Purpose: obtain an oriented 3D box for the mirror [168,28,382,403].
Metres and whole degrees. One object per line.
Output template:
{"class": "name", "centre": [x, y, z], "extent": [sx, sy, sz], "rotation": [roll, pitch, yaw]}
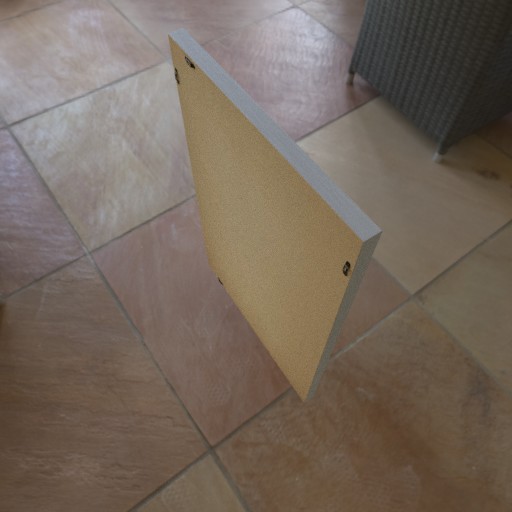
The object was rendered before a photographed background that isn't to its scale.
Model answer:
{"class": "mirror", "centre": [0.000, 0.000, 1.156], "extent": [0.040, 0.915, 0.609], "rotation": [-29, 62, -17]}
